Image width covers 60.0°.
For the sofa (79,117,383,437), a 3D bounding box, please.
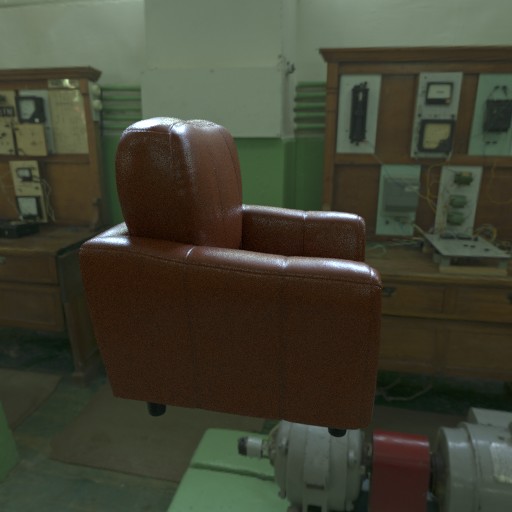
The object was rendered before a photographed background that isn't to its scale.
[{"bbox_3d":[0.000,0.000,1.476,0.789,0.876,0.836,3,16,10],"label":"sofa"}]
